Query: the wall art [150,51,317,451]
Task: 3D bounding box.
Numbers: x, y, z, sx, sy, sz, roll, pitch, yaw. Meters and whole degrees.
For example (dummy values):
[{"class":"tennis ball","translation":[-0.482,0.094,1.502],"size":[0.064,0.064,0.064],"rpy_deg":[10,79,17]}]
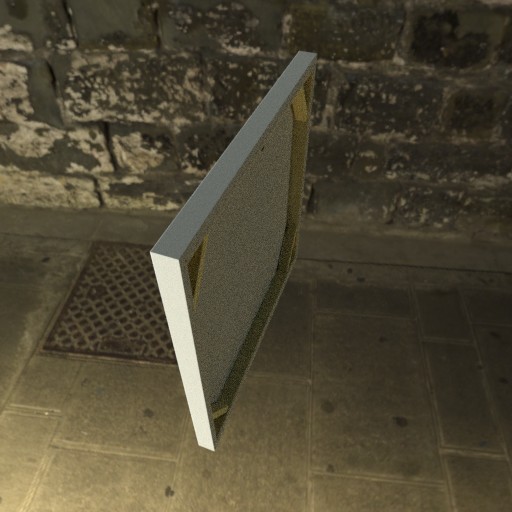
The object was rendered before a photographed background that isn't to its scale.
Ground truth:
[{"class":"wall art","translation":[0.000,0.000,0.933],"size":[0.038,0.610,0.610],"rpy_deg":[15,49,14]}]
